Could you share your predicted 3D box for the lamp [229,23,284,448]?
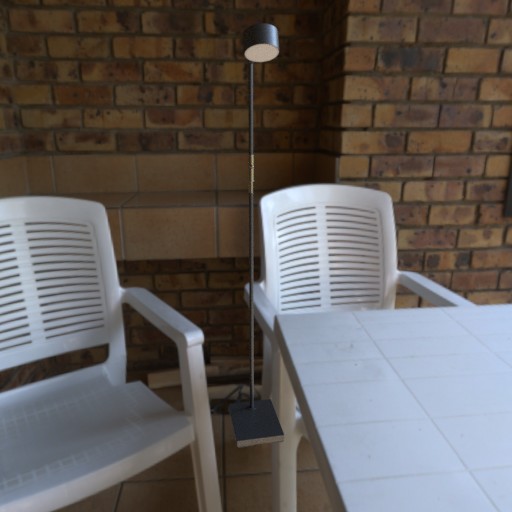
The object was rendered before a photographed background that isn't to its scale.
[{"bbox_3d":[0.000,0.000,1.742,0.203,1.600,0.304,-3,17,-10],"label":"lamp"}]
